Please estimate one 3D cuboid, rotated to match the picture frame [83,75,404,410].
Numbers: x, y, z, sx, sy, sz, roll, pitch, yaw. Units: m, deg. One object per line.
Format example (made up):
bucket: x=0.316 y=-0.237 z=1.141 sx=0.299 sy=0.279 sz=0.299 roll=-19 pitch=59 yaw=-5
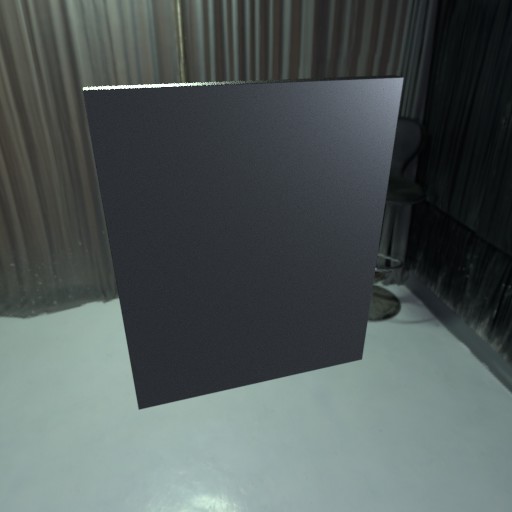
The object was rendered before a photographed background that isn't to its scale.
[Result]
picture frame: x=0.000 y=0.000 z=0.755 sx=0.460 sy=0.556 sz=0.028 roll=-8 pitch=29 yaw=-15
